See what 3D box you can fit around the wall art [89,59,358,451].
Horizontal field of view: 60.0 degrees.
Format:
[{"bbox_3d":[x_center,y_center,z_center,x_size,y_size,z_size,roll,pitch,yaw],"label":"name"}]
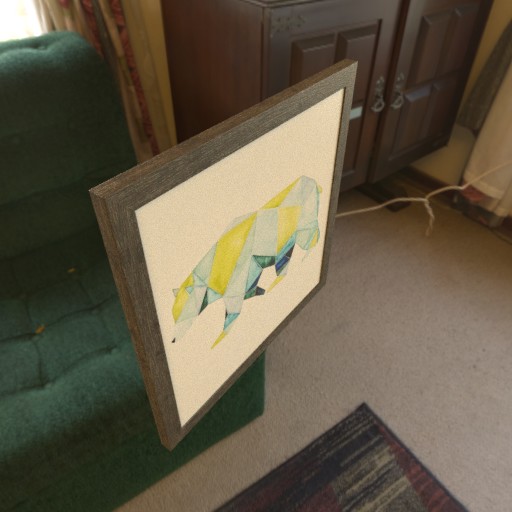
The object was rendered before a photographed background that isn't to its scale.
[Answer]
[{"bbox_3d":[0.000,0.000,0.673,0.027,0.459,0.462,27,47,27],"label":"wall art"}]
